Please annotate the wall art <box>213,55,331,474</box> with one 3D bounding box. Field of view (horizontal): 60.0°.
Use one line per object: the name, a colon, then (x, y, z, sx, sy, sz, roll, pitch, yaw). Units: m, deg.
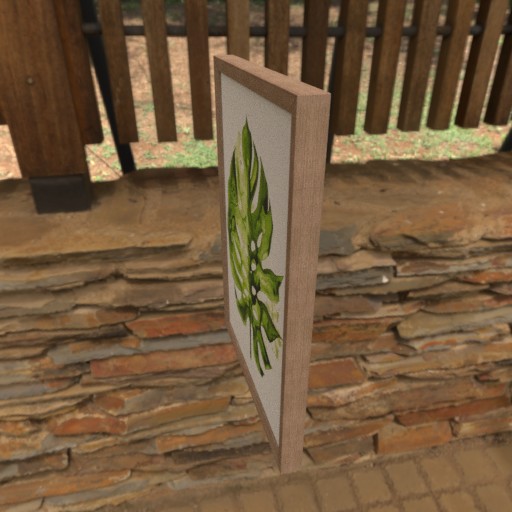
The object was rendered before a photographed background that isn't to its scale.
wall art: (0.000, 0.000, 0.650, 0.031, 0.509, 0.356, -8, 30, -14)
